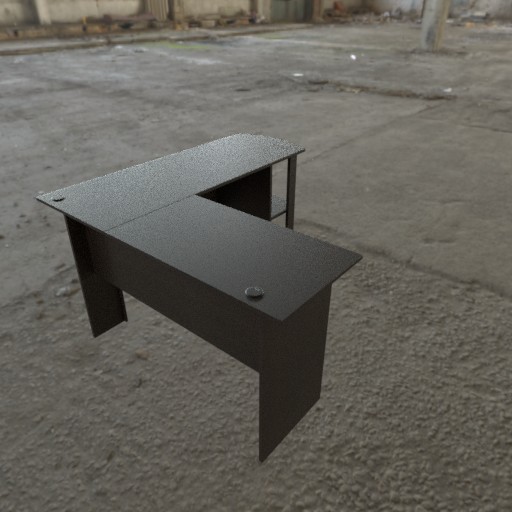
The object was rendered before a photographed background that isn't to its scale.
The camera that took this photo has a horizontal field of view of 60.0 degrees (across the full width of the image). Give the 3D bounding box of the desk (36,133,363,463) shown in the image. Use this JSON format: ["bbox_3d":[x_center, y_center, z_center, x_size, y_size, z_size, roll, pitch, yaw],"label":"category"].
[{"bbox_3d":[0.000,0.000,2.159,1.303,0.716,1.361,23,38,33],"label":"desk"}]
